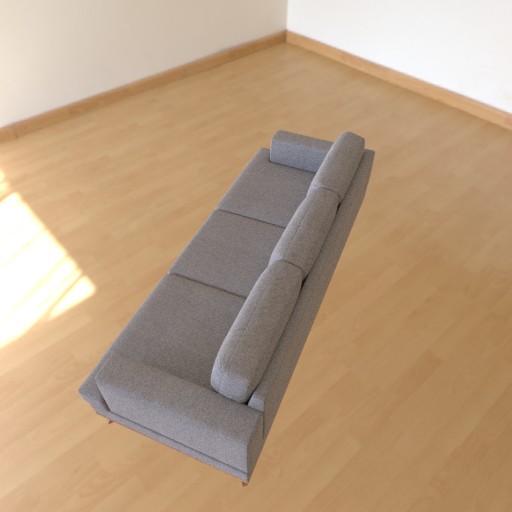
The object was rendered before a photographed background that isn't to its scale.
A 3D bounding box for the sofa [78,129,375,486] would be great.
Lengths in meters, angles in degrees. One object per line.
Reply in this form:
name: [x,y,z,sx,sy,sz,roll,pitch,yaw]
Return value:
sofa: [0.000,0.000,2.731,0.920,0.810,2.310,17,49,16]
